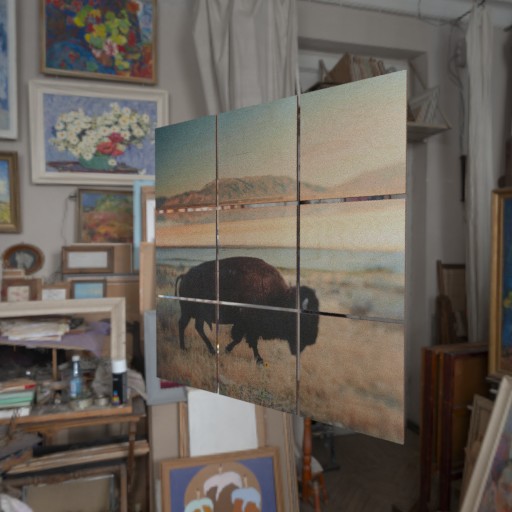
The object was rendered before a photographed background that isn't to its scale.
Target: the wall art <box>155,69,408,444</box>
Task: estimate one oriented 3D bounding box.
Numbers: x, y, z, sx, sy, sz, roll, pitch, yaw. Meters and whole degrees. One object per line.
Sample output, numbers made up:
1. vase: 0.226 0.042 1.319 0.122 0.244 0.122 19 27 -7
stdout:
1. wall art: 0.000 0.000 2.276 1.533 1.532 0.019 1 2 37
